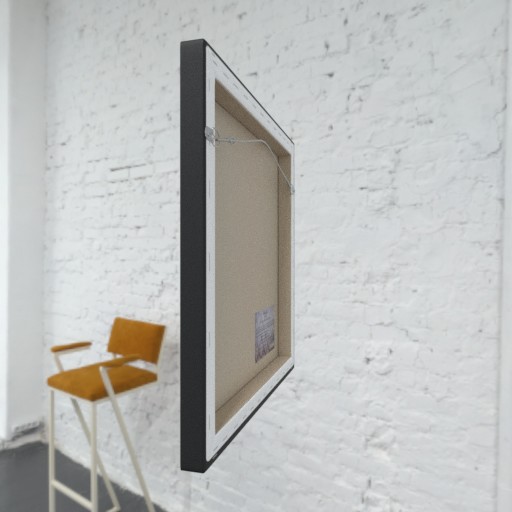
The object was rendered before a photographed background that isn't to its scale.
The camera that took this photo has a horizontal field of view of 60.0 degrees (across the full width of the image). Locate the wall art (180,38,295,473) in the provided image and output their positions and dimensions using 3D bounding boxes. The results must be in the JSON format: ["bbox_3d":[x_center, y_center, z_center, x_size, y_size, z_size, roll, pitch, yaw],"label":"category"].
[{"bbox_3d":[0.000,0.000,0.913,0.043,0.611,0.610,0,0,17],"label":"wall art"}]
